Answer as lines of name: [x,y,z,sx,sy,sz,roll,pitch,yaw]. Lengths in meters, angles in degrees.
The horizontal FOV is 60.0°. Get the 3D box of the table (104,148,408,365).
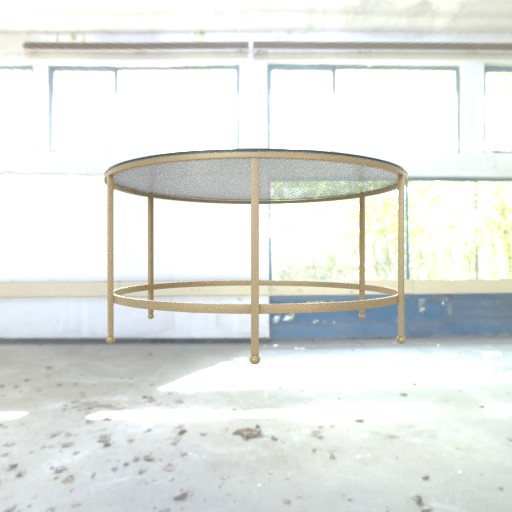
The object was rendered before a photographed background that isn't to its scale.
table: [0.000,0.000,1.413,0.914,0.470,0.914,0,0,0]
